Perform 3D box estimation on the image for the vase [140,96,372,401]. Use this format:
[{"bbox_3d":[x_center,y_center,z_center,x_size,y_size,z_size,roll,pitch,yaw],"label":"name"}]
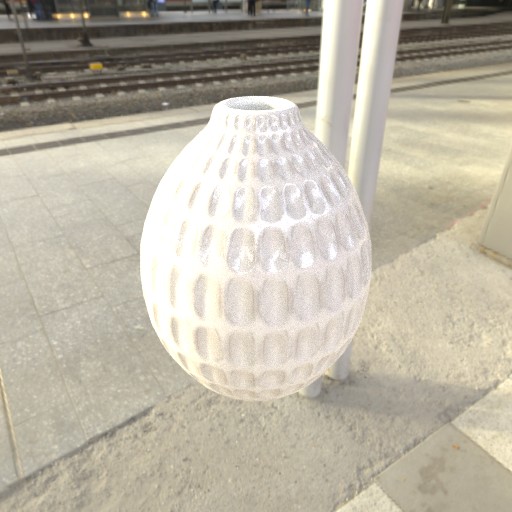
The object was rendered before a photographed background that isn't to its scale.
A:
[{"bbox_3d":[0.000,0.000,0.251,0.128,0.167,0.128,0,30,0],"label":"vase"}]
